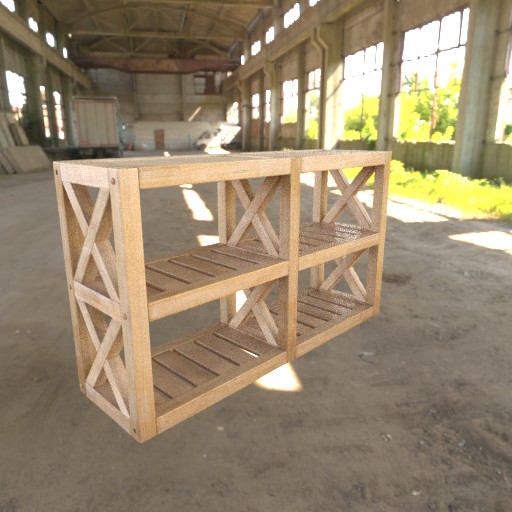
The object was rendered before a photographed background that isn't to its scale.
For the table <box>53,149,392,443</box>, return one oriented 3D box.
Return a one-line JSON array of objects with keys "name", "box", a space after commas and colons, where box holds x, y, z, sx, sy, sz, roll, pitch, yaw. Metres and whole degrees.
[{"name": "table", "box": [0.000, 0.000, 1.717, 0.381, 0.762, 1.320, 15, 21, 43]}]
